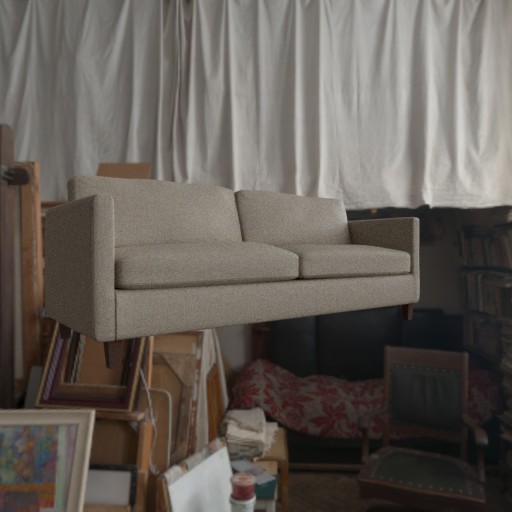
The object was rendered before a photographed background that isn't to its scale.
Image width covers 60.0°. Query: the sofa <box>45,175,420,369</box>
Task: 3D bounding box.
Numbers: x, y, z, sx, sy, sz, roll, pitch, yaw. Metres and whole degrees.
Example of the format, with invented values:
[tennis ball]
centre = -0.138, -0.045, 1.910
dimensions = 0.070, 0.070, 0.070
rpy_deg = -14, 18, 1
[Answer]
[sofa]
centre = 0.000, 0.000, 2.960
dimensions = 2.434, 0.965, 0.951
rpy_deg = -1, 1, -37
